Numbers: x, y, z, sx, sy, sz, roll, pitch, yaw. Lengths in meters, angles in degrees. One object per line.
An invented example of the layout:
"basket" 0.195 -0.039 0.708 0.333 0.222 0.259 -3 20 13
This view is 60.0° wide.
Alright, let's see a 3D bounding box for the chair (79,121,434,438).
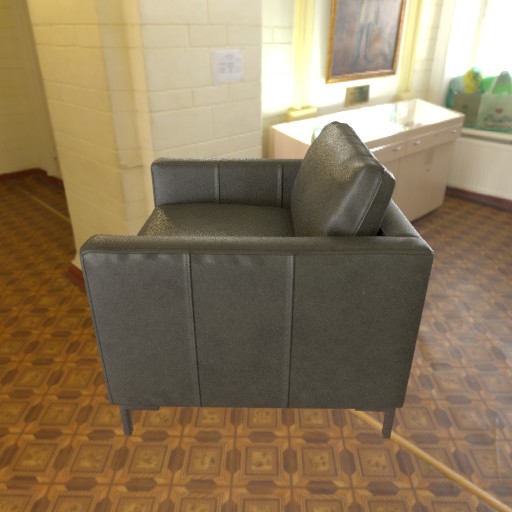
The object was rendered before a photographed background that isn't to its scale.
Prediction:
"chair" 0.000 0.000 1.481 0.861 0.824 0.967 0 27 1
